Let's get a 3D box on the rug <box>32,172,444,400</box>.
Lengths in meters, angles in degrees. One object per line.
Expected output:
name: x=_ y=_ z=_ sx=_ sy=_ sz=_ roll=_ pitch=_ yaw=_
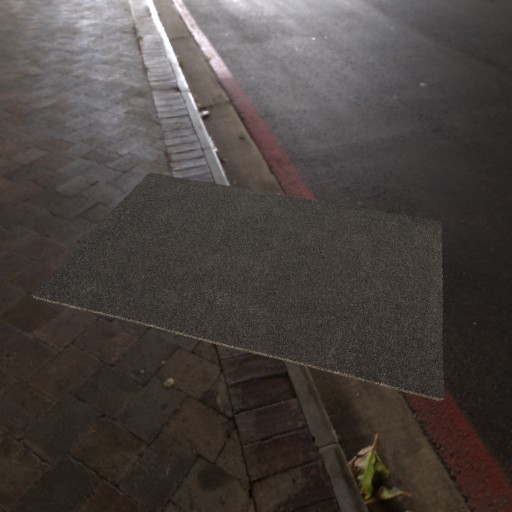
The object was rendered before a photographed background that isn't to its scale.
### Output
rug: x=0.000 y=0.000 z=2.929 sx=2.350 sy=0.025 sz=1.502 roll=11 pitch=42 yaw=13
